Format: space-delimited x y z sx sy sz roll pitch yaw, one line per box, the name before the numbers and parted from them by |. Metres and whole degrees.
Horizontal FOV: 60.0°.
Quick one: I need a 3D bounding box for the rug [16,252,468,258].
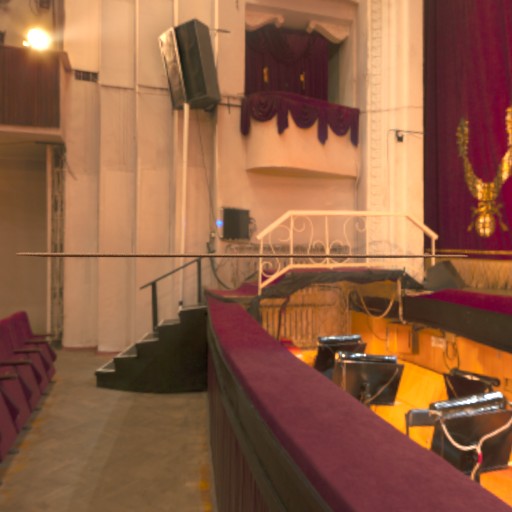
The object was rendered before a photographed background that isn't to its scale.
rug | 0.000 0.000 2.392 2.196 0.011 0.662 0 -1 -17
